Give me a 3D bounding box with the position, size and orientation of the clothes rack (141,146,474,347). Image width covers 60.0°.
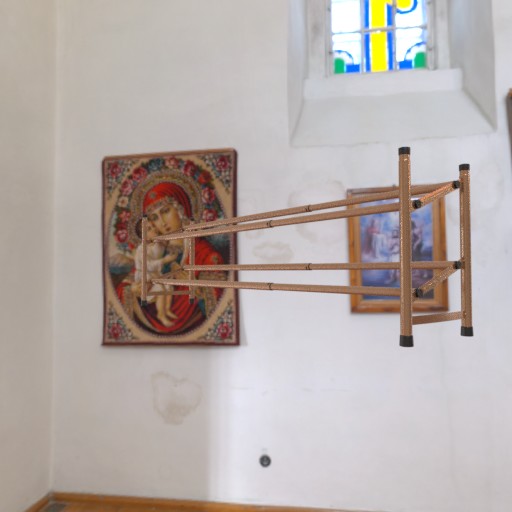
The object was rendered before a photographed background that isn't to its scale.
[{"bbox_3d":[0.000,0.000,1.295,0.229,0.349,1.168,1,-2,-37],"label":"clothes rack"}]
